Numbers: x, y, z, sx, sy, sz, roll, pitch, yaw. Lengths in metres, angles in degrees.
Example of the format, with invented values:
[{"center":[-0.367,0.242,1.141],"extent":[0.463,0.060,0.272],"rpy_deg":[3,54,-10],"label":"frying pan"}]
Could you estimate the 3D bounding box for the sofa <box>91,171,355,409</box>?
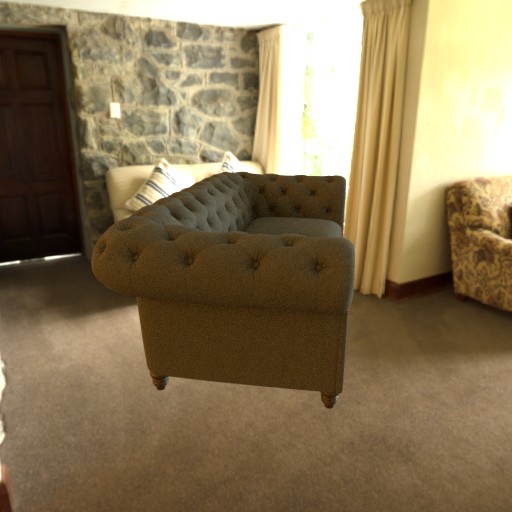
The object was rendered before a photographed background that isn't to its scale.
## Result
[{"center":[0.000,0.000,2.481],"extent":[0.986,0.764,1.998],"rpy_deg":[3,18,10],"label":"sofa"}]
